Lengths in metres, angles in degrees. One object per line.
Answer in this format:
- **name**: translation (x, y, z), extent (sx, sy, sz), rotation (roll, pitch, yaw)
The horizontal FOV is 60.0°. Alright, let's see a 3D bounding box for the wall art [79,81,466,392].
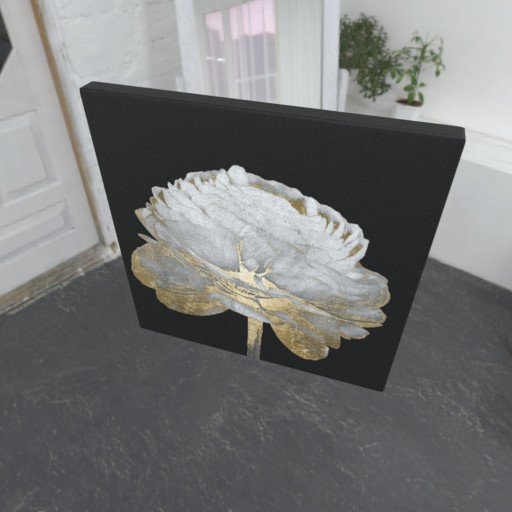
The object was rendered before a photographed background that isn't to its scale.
- **wall art**: translation (0.000, 0.000, 0.880), extent (0.610, 0.611, 0.043), rotation (12, 42, 14)
